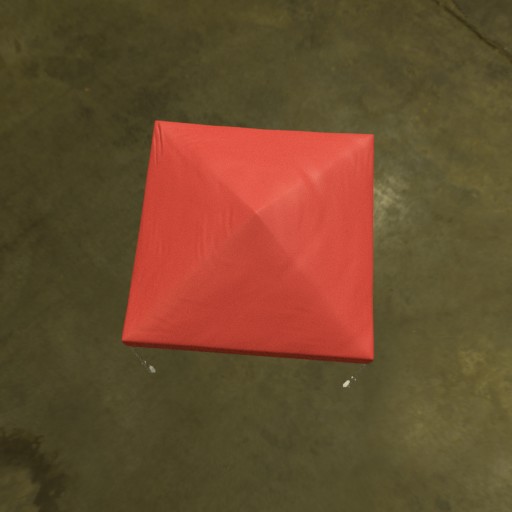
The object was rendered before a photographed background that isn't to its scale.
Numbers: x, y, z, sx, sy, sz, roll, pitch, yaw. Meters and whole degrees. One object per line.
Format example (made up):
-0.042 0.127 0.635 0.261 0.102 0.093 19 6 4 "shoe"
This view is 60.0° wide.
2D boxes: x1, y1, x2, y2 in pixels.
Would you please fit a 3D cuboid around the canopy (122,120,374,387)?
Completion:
0.000 0.000 5.292 2.848 2.849 2.849 4 74 1 "canopy"
